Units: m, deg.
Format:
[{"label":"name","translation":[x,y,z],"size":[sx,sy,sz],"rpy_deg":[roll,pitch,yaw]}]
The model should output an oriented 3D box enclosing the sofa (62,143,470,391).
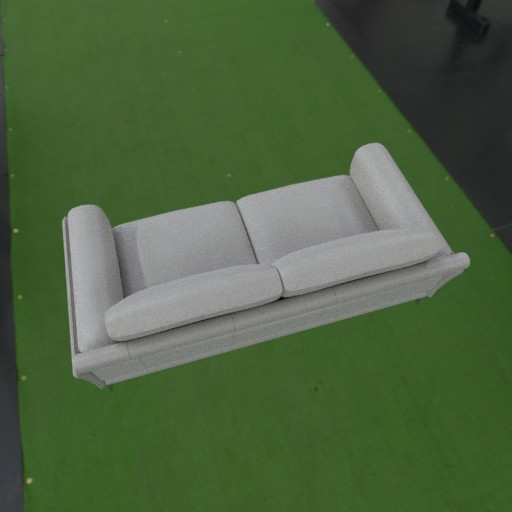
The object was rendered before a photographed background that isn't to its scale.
[{"label":"sofa","translation":[0.000,0.000,2.610],"size":[2.101,0.930,1.049],"rpy_deg":[-14,58,-9]}]
